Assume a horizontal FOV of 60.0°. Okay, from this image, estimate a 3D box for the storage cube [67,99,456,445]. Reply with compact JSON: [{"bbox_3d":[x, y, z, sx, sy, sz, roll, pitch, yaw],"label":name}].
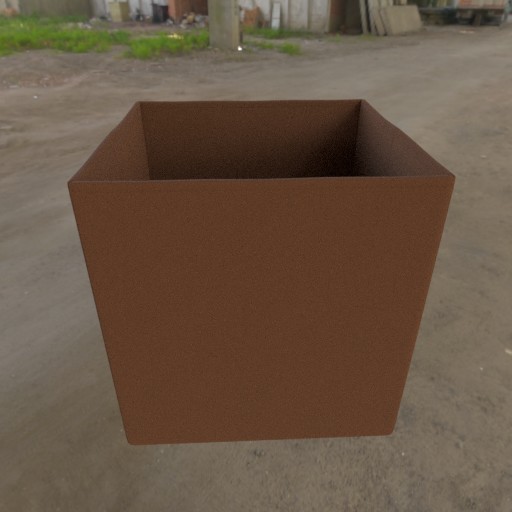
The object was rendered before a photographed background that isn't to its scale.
[{"bbox_3d":[0.000,0.000,0.485,0.270,0.280,0.270,-1,31,-2],"label":"storage cube"}]
